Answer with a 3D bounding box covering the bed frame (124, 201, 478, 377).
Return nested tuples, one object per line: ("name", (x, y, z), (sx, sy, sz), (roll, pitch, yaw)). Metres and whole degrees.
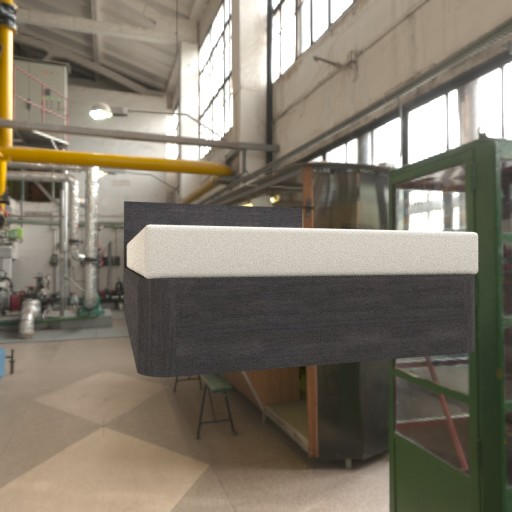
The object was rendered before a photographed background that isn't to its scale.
("bed frame", (0.000, 0.000, 2.528), (1.400, 0.800, 1.900), (0, 0, -18))
